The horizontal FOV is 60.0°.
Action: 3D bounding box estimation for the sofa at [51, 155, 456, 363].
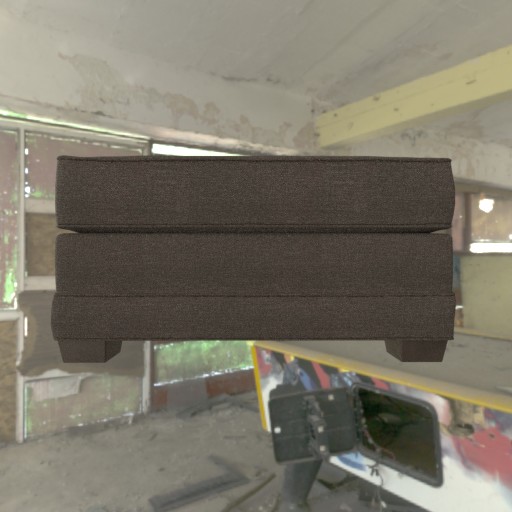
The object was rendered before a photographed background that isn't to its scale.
[{"bbox_3d":[0.000,0.000,1.195,0.854,0.457,0.578,0,0,0],"label":"sofa"}]
